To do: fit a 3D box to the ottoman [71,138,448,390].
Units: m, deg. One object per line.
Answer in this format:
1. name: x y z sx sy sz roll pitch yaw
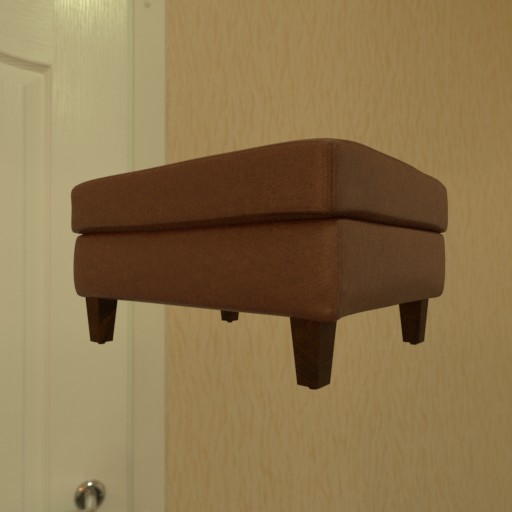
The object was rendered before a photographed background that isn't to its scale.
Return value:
1. ottoman: 0.000 0.000 1.216 0.851 0.485 0.650 0 0 38
